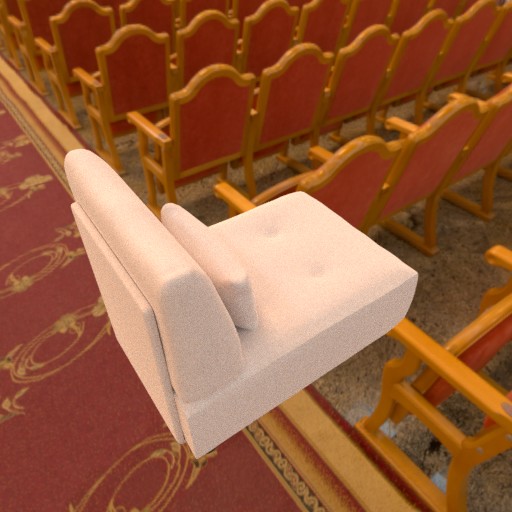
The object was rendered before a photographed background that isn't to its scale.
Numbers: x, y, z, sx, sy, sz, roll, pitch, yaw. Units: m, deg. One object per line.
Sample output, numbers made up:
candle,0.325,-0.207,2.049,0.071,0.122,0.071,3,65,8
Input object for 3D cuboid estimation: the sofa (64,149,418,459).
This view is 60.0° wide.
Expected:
sofa,0.000,0.000,1.570,1.000,0.820,0.700,-25,48,-25
